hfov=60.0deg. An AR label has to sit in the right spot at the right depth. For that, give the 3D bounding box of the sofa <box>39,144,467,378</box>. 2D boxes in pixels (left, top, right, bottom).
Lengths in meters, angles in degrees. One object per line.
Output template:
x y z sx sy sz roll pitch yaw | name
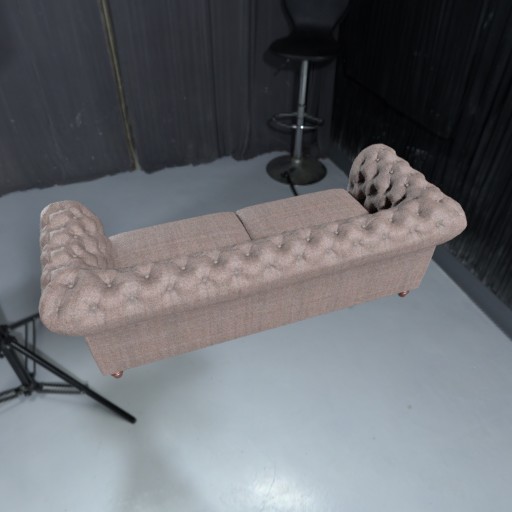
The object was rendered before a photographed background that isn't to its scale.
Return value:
0.000 0.000 2.757 2.385 0.787 0.944 -13 43 -15 | sofa
